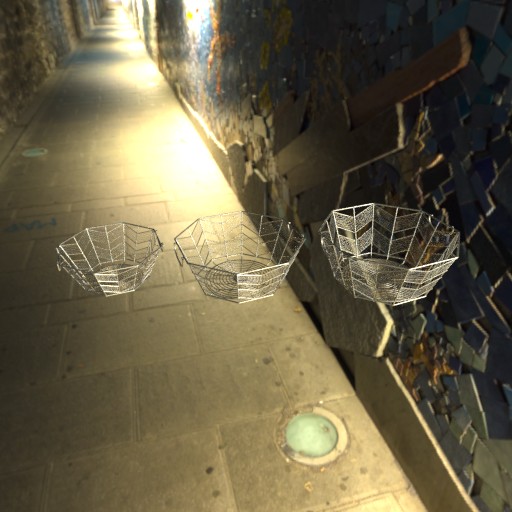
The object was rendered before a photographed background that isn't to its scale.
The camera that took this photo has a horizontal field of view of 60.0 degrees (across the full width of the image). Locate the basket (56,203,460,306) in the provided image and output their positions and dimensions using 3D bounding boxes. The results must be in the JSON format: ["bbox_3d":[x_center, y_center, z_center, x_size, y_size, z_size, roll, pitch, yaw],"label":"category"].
[{"bbox_3d":[0.000,0.000,1.404,1.246,0.178,0.432,0,31,0],"label":"basket"}]
